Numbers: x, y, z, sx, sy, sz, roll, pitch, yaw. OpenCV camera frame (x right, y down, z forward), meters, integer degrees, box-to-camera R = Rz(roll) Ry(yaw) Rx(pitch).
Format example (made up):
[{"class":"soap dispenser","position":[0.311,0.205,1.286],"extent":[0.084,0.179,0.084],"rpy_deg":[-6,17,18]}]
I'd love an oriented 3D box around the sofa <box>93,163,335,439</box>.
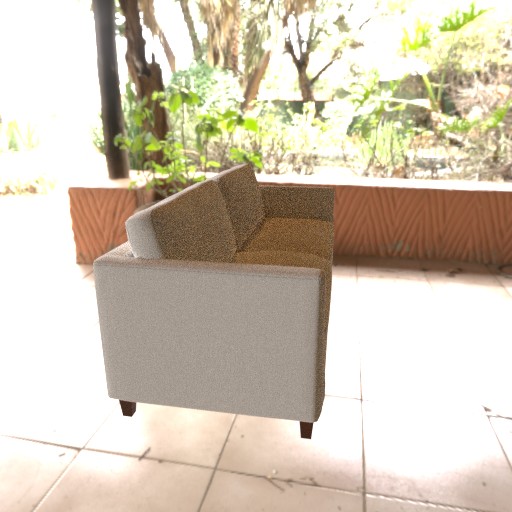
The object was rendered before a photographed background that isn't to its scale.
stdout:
[{"class":"sofa","position":[0.000,0.000,2.677],"extent":[0.924,0.933,2.139],"rpy_deg":[3,18,10]}]
